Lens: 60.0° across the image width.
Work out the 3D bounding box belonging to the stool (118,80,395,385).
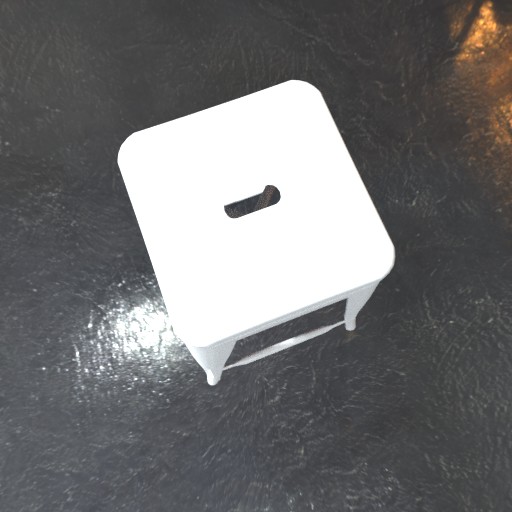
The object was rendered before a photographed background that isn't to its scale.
[{"bbox_3d":[0.000,0.000,0.883,0.406,0.610,0.406,-20,77,-5],"label":"stool"}]
